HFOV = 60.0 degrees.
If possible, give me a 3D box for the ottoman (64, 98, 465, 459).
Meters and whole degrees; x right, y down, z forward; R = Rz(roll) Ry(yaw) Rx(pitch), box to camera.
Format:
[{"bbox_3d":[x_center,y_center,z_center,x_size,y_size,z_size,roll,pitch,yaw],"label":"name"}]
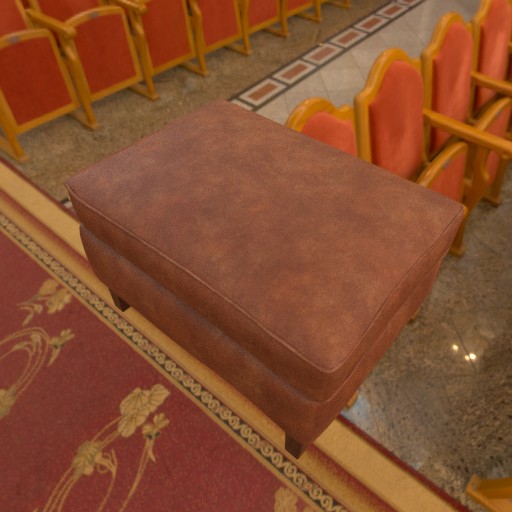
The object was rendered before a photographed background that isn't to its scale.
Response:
[{"bbox_3d":[0.000,0.000,0.976,0.665,0.418,0.501,32,55,26],"label":"ottoman"}]
